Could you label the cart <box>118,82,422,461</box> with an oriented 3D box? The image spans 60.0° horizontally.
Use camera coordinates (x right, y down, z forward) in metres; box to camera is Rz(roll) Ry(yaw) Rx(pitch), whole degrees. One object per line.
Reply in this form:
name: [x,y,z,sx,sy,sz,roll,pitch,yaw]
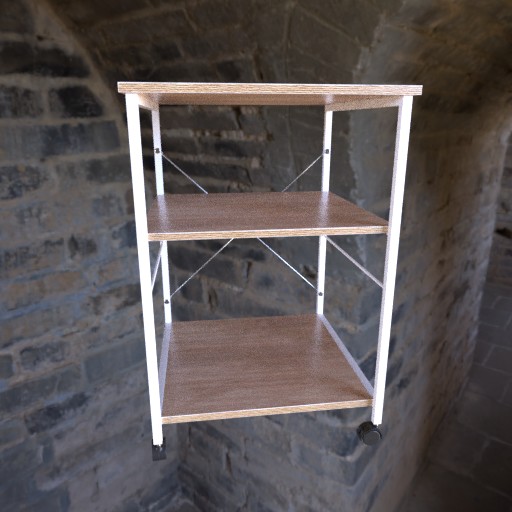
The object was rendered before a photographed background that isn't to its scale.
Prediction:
cart: [0.000,0.000,1.103,0.521,0.762,0.520,-2,17,-7]
